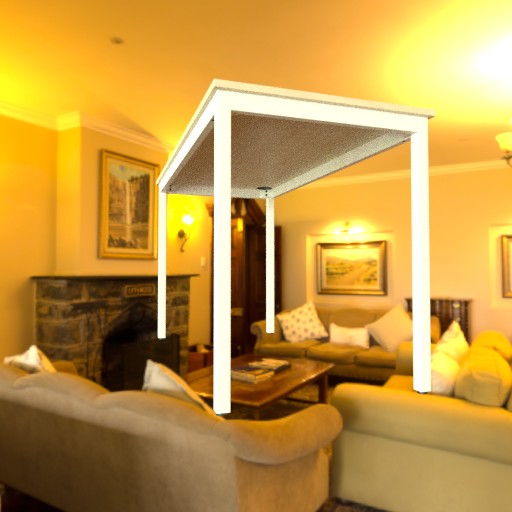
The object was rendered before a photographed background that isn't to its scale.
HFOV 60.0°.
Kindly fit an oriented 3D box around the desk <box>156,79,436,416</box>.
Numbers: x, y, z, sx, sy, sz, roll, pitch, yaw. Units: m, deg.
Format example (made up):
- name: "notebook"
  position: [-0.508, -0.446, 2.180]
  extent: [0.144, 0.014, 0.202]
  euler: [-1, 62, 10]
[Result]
- name: "desk"
  position: [0.000, 0.000, 1.633]
  extent: [0.600, 0.750, 1.200]
  euler: [1, -2, -19]
